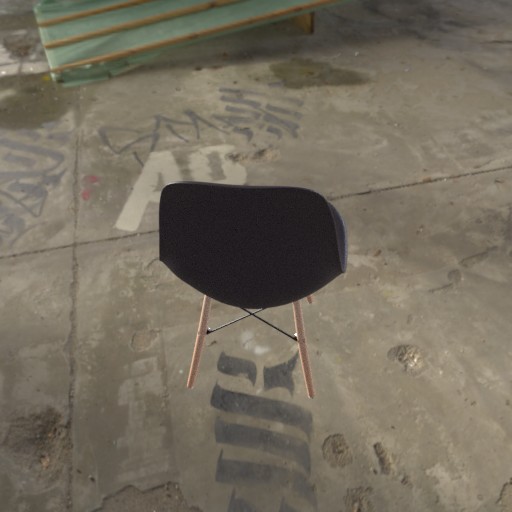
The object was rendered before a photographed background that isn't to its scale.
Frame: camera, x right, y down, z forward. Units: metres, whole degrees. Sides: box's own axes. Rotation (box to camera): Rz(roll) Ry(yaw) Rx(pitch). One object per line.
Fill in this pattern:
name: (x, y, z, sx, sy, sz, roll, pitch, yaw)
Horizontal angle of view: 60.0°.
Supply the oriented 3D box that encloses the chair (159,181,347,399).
chair: (0.000, 0.000, 1.153, 0.470, 0.825, 0.533, 4, 45, 4)
